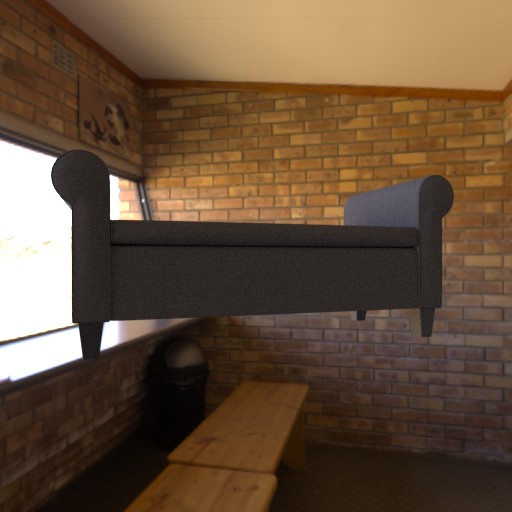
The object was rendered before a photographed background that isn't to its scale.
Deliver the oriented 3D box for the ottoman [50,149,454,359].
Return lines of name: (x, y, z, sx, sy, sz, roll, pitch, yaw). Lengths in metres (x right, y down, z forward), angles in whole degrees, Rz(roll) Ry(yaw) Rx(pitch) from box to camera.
ottoman: (0.000, 0.000, 1.550, 1.256, 0.547, 0.521, 0, 0, -18)
